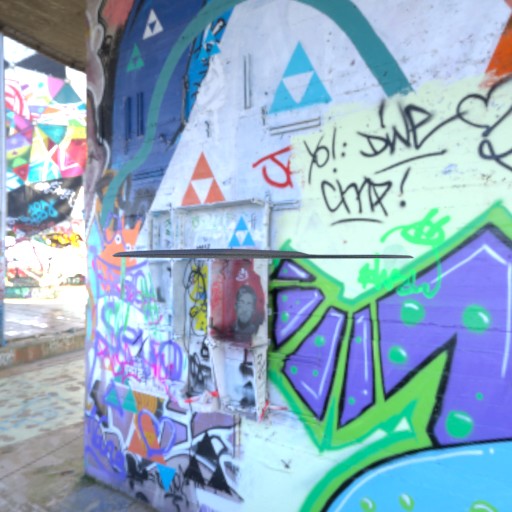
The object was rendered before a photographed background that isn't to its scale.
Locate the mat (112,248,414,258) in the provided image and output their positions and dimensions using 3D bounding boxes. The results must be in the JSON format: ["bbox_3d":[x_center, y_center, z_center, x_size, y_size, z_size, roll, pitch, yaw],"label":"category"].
[{"bbox_3d":[0.000,0.000,1.895,0.917,0.016,1.525,-1,-1,36],"label":"mat"}]
